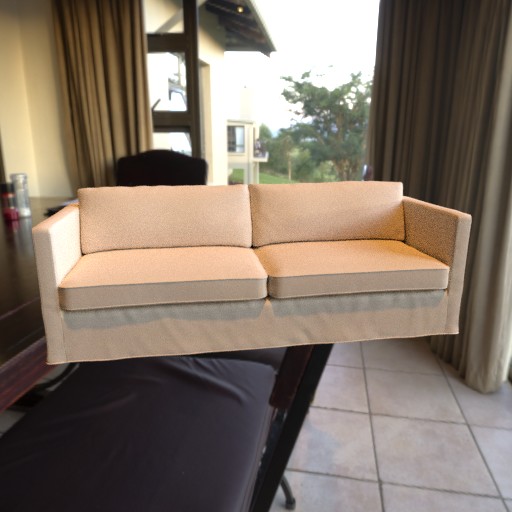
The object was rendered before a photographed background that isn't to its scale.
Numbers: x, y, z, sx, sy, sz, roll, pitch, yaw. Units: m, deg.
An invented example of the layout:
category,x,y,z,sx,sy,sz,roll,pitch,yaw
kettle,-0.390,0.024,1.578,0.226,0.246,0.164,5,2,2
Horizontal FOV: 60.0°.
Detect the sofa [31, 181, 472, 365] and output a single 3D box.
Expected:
category,x,y,z,sx,sy,sz,roll,pitch,yaw
sofa,0.000,0.000,3.256,2.779,0.999,1.036,-2,16,-9
